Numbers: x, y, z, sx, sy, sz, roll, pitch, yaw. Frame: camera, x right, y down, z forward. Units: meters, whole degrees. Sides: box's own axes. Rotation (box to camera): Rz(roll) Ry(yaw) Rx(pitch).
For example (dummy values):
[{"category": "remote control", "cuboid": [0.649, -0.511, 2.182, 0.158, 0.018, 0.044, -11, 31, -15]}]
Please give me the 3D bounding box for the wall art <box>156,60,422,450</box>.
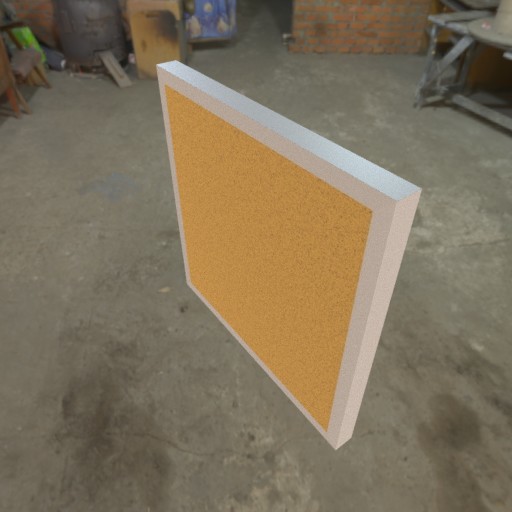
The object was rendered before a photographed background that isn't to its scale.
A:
[{"category": "wall art", "cuboid": [0.000, 0.000, 1.921, 0.098, 1.291, 1.289, -26, 47, -27]}]
